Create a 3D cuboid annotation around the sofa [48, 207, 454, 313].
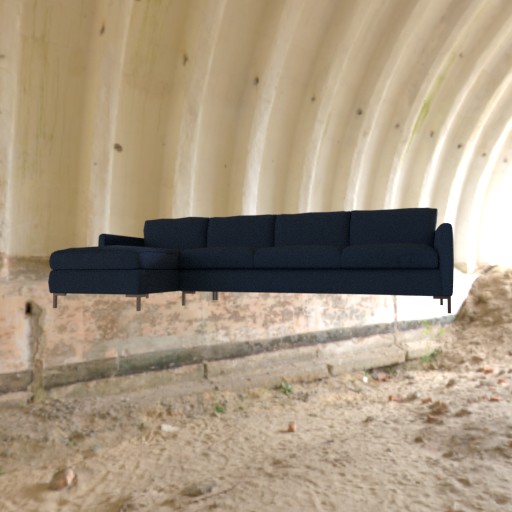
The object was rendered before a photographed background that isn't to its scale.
[{"bbox_3d":[0.000,0.000,2.964,2.450,0.679,1.128,-1,-2,19],"label":"sofa"}]
